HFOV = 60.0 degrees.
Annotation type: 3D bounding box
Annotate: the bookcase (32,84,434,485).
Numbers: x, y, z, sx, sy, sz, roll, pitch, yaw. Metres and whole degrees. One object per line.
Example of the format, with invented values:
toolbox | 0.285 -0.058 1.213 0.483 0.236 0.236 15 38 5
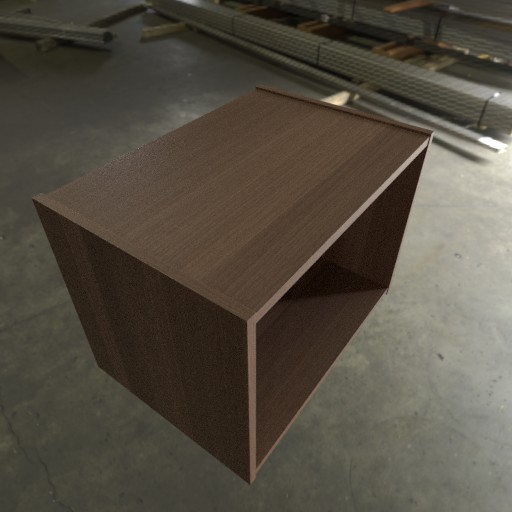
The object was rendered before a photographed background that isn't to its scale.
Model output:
bookcase | 0.000 0.000 0.634 0.290 0.305 0.415 26 47 27
